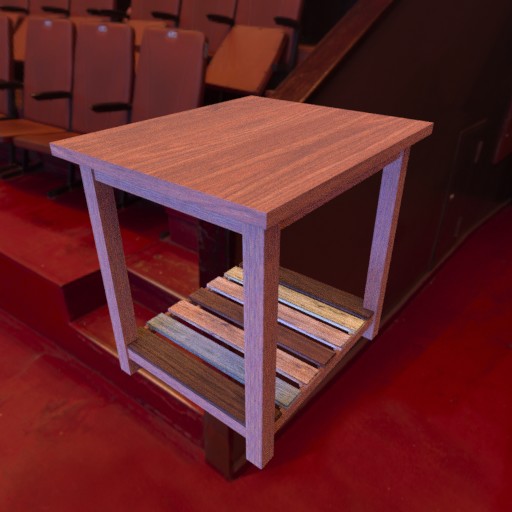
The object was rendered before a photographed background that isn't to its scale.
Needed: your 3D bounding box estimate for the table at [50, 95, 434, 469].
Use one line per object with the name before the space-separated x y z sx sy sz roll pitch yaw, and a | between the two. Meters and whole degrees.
table | 0.000 0.000 1.142 0.559 0.635 0.660 22 36 33
